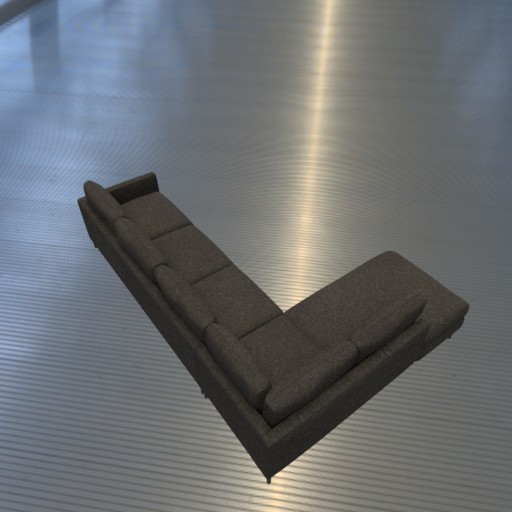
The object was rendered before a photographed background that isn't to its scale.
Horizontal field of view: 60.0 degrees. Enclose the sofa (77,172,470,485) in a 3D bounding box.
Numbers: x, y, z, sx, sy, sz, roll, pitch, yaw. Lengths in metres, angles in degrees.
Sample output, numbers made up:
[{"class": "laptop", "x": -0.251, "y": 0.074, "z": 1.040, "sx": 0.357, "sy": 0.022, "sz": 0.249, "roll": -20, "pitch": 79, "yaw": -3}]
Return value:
[{"class": "sofa", "x": 0.000, "y": 0.000, "z": 3.849, "sx": 2.007, "sy": 0.815, "sz": 2.949, "roll": -28, "pitch": 50, "yaw": -26}]
